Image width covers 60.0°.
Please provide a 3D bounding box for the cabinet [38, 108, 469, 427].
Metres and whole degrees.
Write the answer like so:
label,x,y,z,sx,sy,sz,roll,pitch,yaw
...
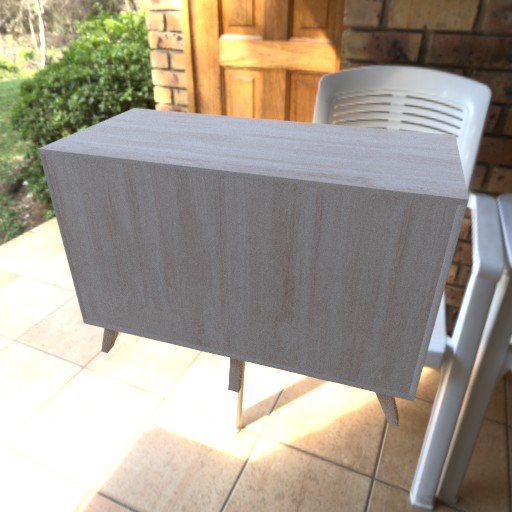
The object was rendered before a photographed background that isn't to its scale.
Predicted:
label,x,y,z,sx,sy,sz,roll,pitch,yaw
cabinet,0.000,0.000,1.491,1.110,0.780,0.500,10,33,15
